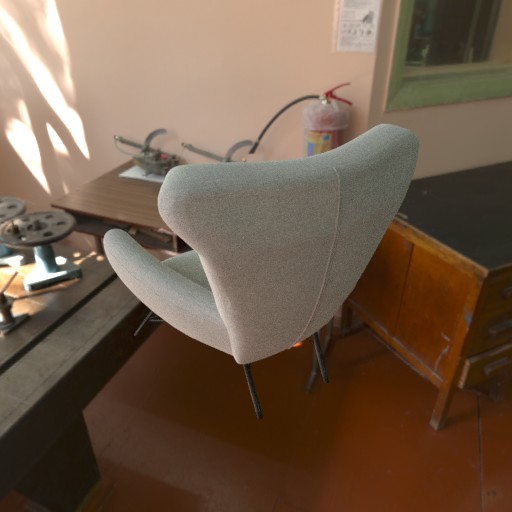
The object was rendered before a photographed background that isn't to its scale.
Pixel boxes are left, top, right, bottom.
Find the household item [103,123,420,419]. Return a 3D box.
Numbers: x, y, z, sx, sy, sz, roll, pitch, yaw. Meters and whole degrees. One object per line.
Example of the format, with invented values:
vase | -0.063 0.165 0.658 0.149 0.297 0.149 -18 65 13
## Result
household item | 0.000 0.000 1.768 0.980 1.050 0.900 -19 36 -29
